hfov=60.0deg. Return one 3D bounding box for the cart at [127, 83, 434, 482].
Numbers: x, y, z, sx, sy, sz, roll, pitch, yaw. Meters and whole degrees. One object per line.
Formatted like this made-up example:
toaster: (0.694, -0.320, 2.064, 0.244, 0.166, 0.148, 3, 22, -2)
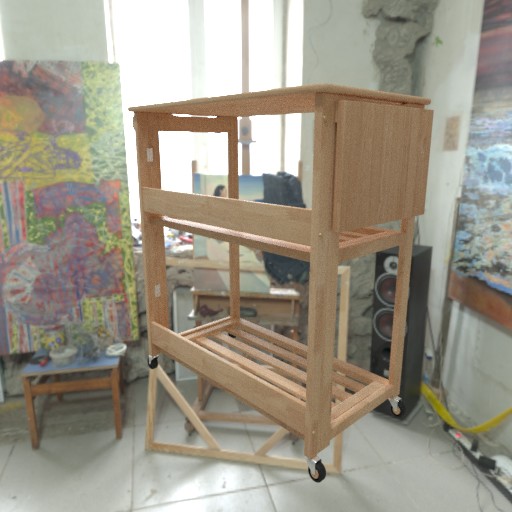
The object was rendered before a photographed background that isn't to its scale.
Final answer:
cart: (0.000, 0.000, 1.349, 0.432, 0.879, 0.853, -13, 19, -42)
